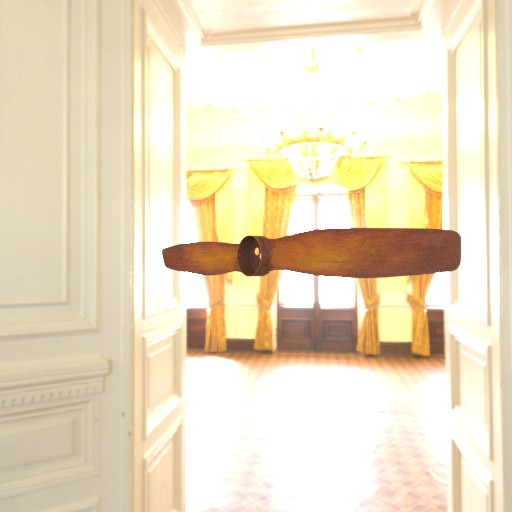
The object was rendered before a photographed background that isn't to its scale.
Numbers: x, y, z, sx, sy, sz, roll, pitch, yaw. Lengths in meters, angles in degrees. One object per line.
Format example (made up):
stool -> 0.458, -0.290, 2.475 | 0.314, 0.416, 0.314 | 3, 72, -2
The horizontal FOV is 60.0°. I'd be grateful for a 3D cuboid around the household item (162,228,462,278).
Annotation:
household item -> 0.000, 0.000, 1.240 | 0.051, 0.121, 1.181 | 1, -1, -37
